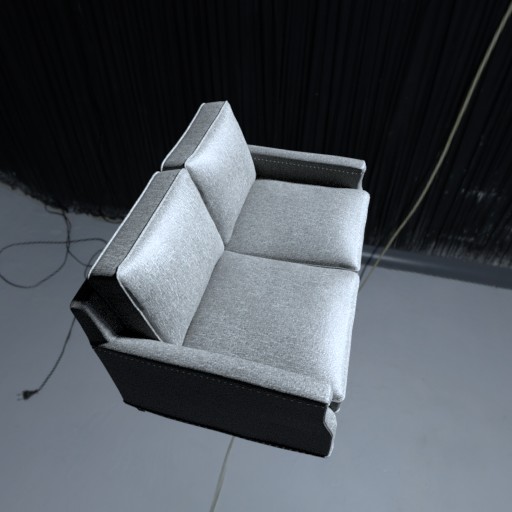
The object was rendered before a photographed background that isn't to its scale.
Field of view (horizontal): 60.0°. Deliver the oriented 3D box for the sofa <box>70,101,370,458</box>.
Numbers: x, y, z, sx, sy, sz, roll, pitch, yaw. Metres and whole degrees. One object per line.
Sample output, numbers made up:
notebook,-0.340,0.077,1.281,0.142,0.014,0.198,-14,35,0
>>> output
sofa,0.000,0.000,2.304,1.084,1.003,1.597,11,47,10
